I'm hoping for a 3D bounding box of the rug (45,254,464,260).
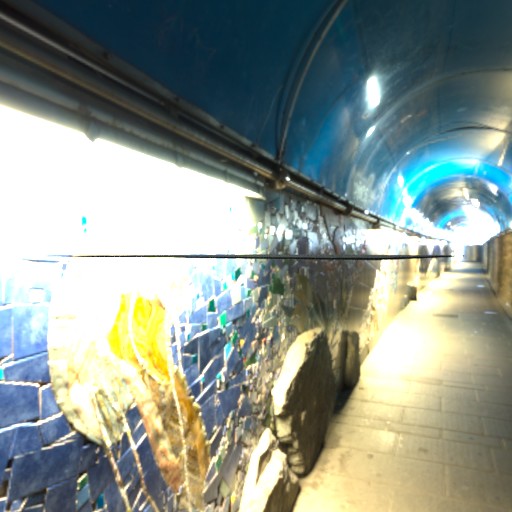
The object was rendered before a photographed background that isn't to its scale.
[{"bbox_3d":[0.000,0.000,4.362,3.342,0.018,2.432,0,1,35],"label":"rug"}]
